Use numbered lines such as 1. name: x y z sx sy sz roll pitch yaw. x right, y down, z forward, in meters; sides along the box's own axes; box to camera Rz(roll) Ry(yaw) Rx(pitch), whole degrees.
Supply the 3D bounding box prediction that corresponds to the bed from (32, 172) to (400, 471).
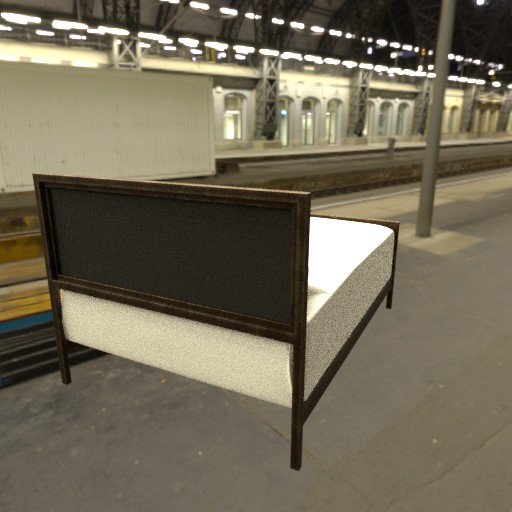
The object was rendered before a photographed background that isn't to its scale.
1. bed: 0.000 0.000 3.201 1.607 1.313 2.221 8 19 26
